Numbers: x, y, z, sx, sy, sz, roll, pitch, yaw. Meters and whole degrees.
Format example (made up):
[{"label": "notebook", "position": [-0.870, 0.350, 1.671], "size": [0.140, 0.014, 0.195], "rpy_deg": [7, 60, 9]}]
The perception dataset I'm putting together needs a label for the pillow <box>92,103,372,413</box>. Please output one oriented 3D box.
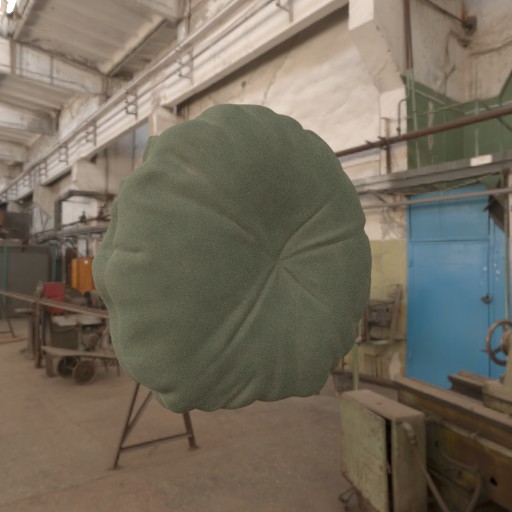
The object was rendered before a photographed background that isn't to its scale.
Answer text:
[{"label": "pillow", "position": [0.000, 0.000, 0.618], "size": [0.428, 0.407, 0.148], "rpy_deg": [1, -2, -36]}]
